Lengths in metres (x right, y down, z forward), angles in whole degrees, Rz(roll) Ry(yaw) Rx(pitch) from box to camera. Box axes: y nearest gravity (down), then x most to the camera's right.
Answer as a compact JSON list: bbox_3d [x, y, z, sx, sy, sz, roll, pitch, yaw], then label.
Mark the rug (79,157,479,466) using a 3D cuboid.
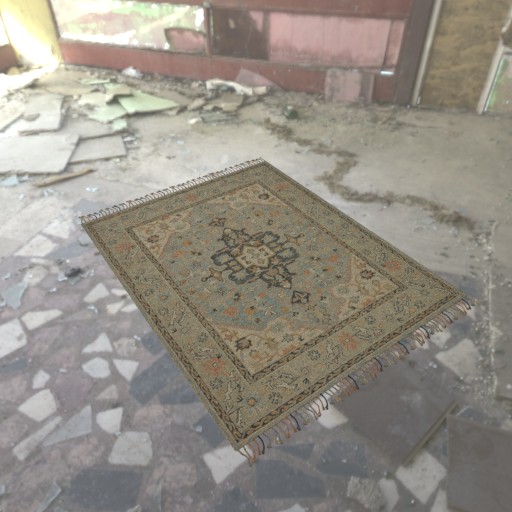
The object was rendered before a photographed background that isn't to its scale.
[{"bbox_3d":[0.000,0.000,3.474,1.971,0.010,2.651,-24,46,-26],"label":"rug"}]
